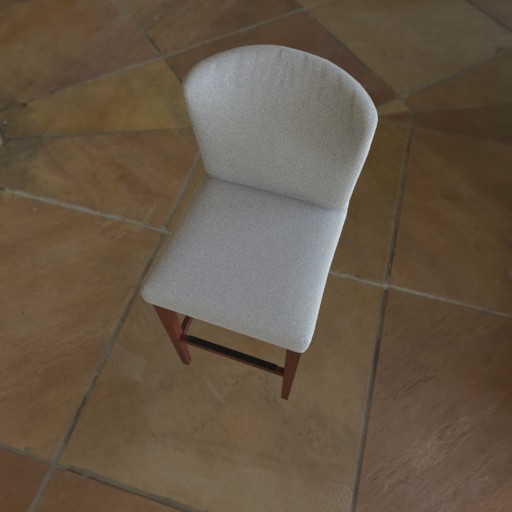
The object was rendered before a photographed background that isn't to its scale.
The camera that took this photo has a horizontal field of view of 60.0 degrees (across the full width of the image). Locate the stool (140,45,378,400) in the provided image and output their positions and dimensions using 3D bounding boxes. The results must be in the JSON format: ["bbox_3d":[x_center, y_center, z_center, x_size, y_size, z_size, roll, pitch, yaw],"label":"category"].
[{"bbox_3d":[0.000,0.000,1.382,0.479,1.069,0.568,17,60,10],"label":"stool"}]
